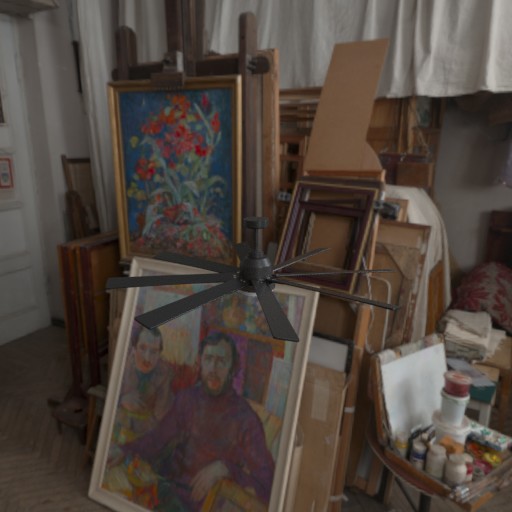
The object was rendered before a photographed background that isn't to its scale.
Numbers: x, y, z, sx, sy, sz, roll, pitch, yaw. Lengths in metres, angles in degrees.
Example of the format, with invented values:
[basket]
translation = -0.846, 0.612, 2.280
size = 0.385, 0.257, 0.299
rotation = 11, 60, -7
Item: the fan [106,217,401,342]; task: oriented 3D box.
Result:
[fan]
translation = 0.000, 0.000, 2.782
size = 1.830, 0.472, 1.830
rotation = -2, 15, -8
